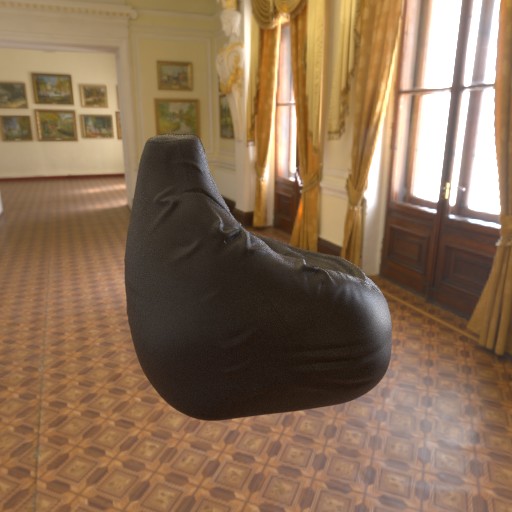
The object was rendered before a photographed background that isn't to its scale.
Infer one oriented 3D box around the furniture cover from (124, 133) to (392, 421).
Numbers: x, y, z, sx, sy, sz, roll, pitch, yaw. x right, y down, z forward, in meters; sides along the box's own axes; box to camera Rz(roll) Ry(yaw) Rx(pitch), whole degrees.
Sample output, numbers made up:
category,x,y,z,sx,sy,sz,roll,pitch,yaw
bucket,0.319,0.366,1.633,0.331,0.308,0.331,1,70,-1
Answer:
category,x,y,z,sx,sy,sz,roll,pitch,yaw
furniture cover,0.000,0.000,1.855,1.070,0.990,1.070,-3,17,-10
